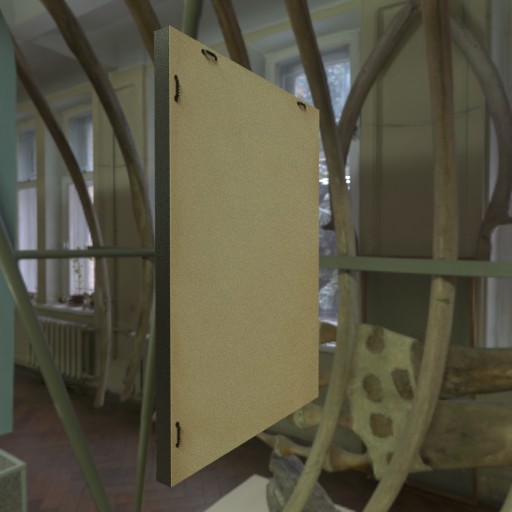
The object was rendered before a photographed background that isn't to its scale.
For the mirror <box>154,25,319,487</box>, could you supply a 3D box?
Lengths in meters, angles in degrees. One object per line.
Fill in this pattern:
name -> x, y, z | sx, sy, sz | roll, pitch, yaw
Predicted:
mirror -> 0.000, 0.000, 0.897 | 0.039, 0.710, 0.507 | 1, 1, 35
